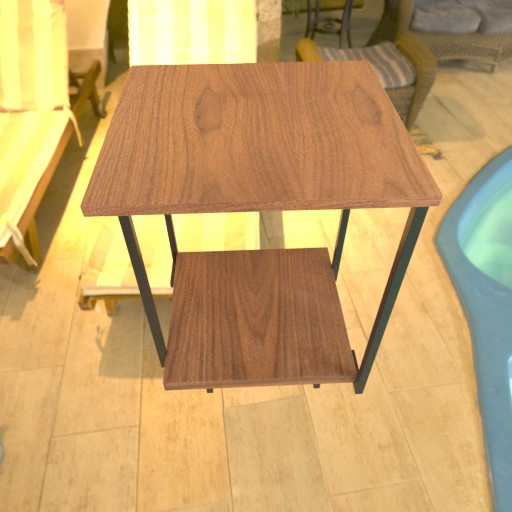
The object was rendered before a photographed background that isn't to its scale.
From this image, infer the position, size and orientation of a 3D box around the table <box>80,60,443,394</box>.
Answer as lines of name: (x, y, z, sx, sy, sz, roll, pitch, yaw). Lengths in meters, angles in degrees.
table: (0.000, 0.000, 0.835, 0.411, 0.567, 0.384, -2, 45, -2)
